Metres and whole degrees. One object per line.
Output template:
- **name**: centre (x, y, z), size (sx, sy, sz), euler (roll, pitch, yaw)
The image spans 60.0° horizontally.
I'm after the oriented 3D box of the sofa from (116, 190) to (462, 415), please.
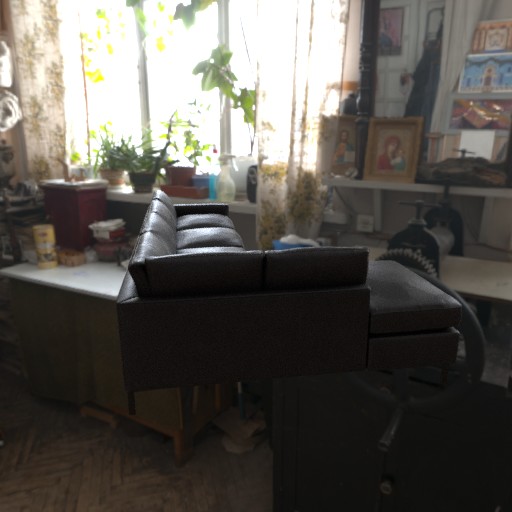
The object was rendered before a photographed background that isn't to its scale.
- **sofa**: centre (0.000, 0.000, 3.803), size (1.938, 0.877, 2.984), euler (-3, 17, -9)
